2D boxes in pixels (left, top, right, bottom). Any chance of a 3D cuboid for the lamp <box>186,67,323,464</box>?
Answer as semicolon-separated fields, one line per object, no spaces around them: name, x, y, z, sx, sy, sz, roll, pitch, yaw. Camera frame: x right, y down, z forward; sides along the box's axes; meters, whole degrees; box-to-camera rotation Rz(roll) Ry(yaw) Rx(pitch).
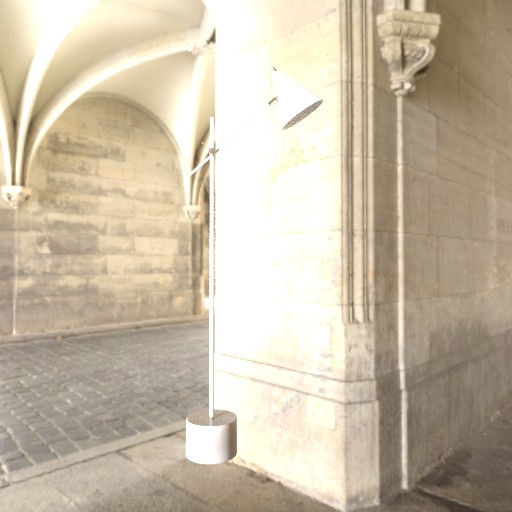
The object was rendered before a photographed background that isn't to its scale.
lamp;0.000;0.000;1.647;0.508;1.430;0.223;0;-1;-2
